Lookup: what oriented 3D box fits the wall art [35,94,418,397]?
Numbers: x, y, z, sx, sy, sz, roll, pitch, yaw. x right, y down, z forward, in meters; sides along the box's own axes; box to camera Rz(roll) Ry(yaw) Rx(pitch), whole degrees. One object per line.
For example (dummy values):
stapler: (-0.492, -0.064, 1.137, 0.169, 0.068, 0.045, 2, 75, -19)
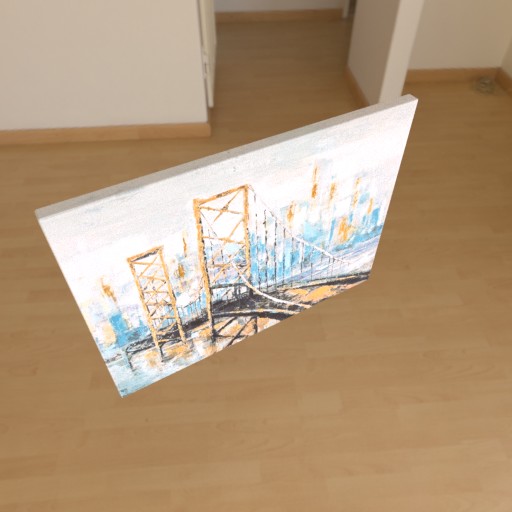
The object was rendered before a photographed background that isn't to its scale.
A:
wall art: (0.000, 0.000, 1.335, 1.016, 0.762, 0.038, -22, 50, -20)
